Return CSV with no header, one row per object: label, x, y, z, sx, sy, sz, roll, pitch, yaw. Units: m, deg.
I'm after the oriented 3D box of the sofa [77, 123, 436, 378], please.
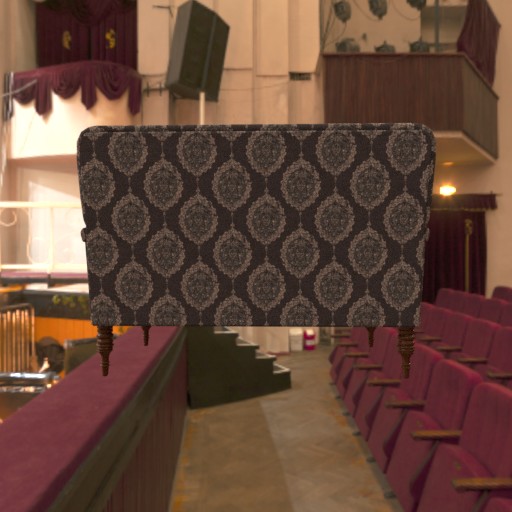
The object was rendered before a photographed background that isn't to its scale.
sofa,0.000,0.000,1.827,1.297,0.867,0.779,0,0,2
